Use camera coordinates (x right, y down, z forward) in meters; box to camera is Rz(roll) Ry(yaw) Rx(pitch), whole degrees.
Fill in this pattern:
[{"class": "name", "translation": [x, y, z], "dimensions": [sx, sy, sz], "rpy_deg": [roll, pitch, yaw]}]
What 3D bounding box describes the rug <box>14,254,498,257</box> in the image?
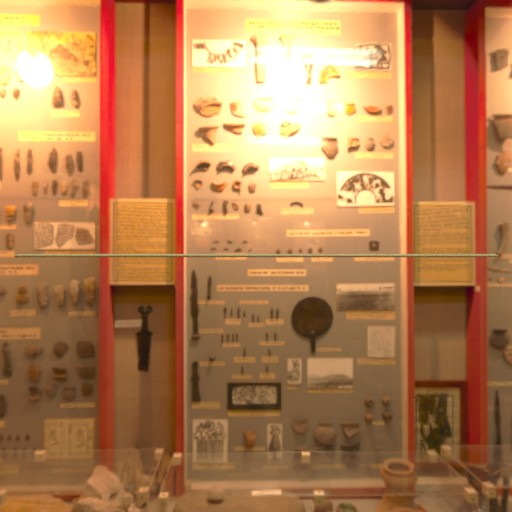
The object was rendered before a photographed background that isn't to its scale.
[{"class": "rug", "translation": [0.000, 0.000, 3.414], "dimensions": [2.746, 0.018, 1.819], "rpy_deg": [0, 0, 0]}]
